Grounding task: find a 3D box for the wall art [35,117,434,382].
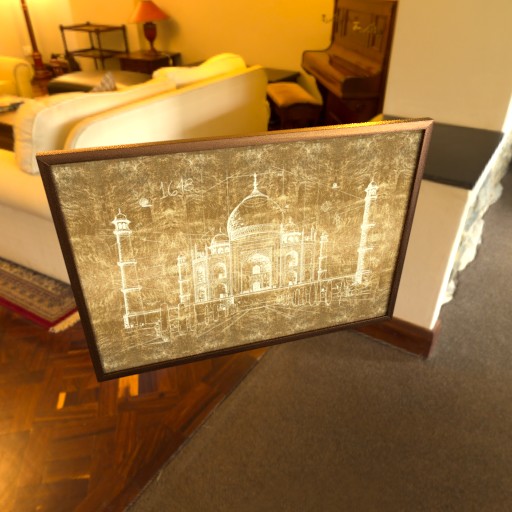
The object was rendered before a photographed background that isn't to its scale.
[{"bbox_3d":[0.000,0.000,0.549,0.431,0.304,0.012,-9,33,-14],"label":"wall art"}]
